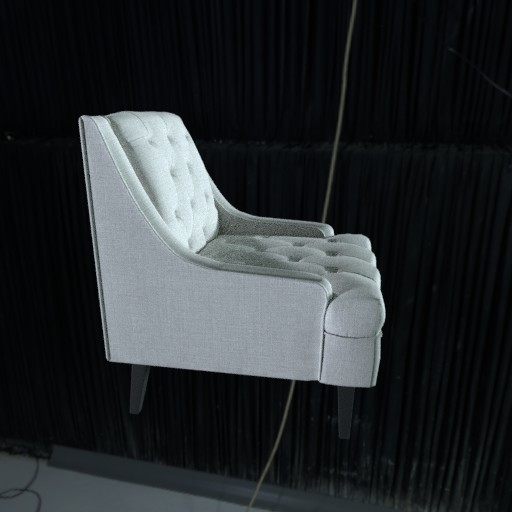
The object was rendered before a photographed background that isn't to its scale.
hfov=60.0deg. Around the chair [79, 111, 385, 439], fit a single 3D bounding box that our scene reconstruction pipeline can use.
[{"bbox_3d":[0.000,0.000,1.437,0.772,0.891,0.658,3,18,9],"label":"chair"}]
